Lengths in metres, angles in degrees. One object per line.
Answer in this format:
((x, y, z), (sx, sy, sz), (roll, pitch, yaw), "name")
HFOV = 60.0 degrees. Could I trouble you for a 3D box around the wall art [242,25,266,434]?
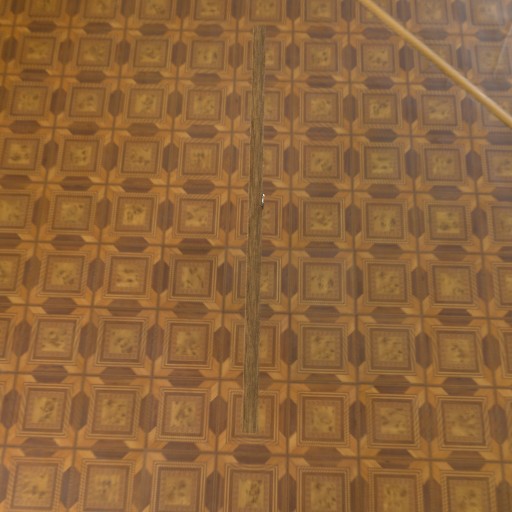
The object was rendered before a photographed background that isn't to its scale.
((0.000, 0.000, 0.844), (0.021, 0.576, 0.561), (1, 76, 0), "wall art")
